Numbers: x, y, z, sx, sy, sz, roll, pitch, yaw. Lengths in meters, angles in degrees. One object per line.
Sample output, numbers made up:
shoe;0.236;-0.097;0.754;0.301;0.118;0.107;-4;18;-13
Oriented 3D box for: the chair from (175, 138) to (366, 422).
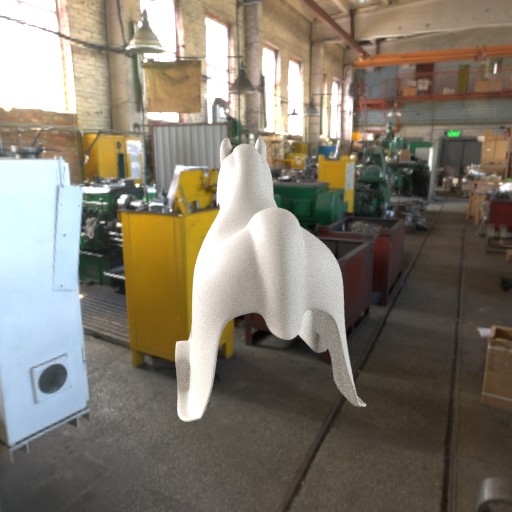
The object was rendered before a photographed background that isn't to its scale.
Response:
chair;0.000;0.000;1.160;0.429;0.612;0.800;-2;14;-8
